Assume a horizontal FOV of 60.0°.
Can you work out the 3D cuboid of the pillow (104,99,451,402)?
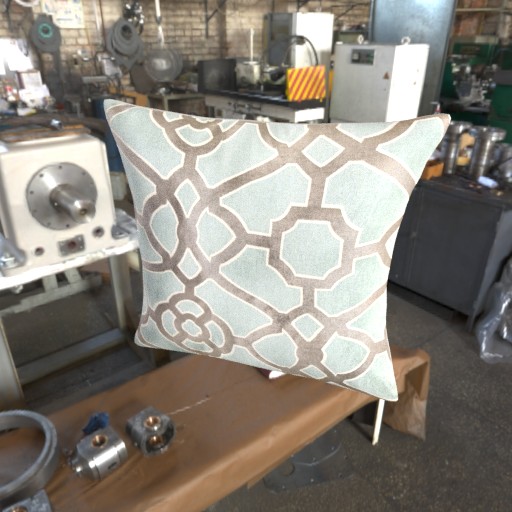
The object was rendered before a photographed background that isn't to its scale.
[{"bbox_3d":[0.000,0.000,0.784,0.552,0.508,0.166,8,28,16],"label":"pillow"}]
